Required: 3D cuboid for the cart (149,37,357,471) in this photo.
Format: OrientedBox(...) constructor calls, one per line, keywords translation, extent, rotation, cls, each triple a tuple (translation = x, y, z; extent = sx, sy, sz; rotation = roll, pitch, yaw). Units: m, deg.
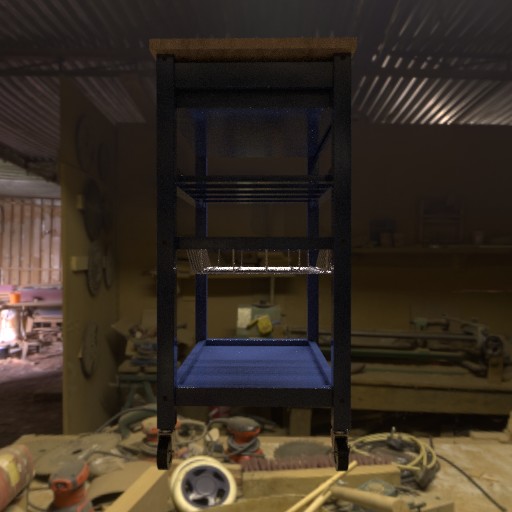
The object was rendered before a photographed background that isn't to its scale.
OrientedBox(translation=(0.000, 0.000, 1.134), extent=(0.403, 0.839, 0.584), rotation=(0, 0, 1), cls="cart")
